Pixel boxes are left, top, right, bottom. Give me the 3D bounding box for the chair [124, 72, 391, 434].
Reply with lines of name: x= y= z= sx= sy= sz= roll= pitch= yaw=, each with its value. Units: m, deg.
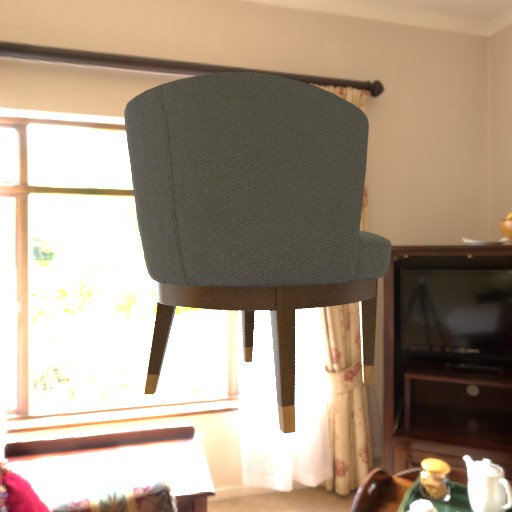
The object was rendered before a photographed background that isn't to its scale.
chair: x=0.000 y=0.000 z=1.247 sx=0.661 sy=0.760 sz=0.702 roll=0 pitch=0 yaw=36
